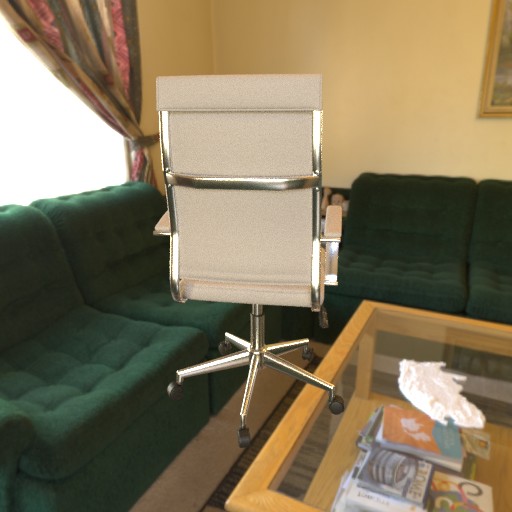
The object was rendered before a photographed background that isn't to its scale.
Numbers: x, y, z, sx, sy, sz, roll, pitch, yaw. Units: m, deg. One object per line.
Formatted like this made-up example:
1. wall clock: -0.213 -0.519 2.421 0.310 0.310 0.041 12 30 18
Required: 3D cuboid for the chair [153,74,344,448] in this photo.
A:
1. chair: 0.000 0.000 1.585 0.679 1.149 0.667 3 17 9
